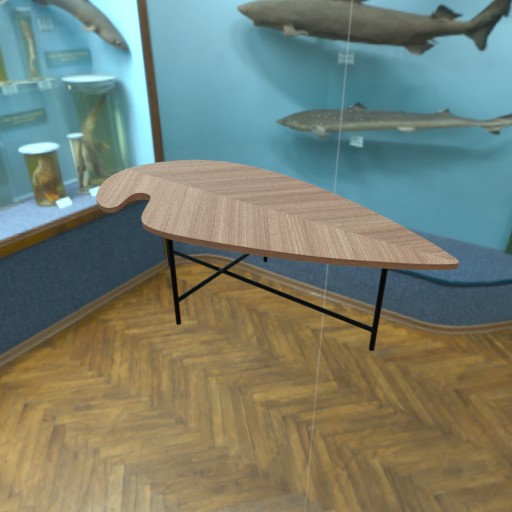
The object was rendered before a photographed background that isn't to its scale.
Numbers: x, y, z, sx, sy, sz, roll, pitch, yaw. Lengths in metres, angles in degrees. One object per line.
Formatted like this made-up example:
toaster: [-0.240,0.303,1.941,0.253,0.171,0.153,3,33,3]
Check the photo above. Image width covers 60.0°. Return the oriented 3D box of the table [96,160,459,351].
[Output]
table: [0.000,0.000,1.455,1.199,0.360,0.598,19,35,31]
